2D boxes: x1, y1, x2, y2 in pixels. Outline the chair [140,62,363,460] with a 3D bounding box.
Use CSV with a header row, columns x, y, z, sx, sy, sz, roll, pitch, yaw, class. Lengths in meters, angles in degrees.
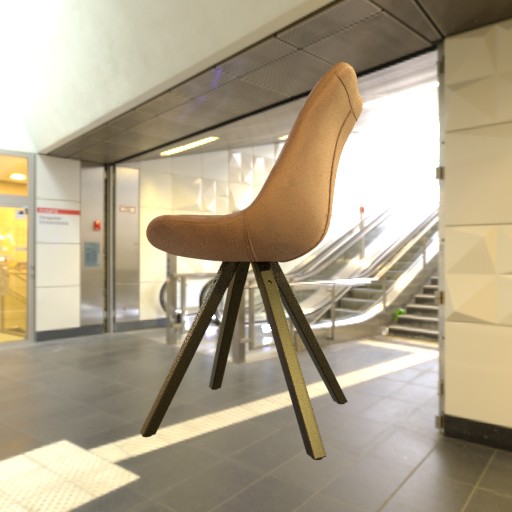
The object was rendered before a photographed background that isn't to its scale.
x,y,z,sx,sy,sz,roll,pitch,yaw,class
0.000,0.000,1.192,0.547,0.865,0.483,0,0,19,chair
